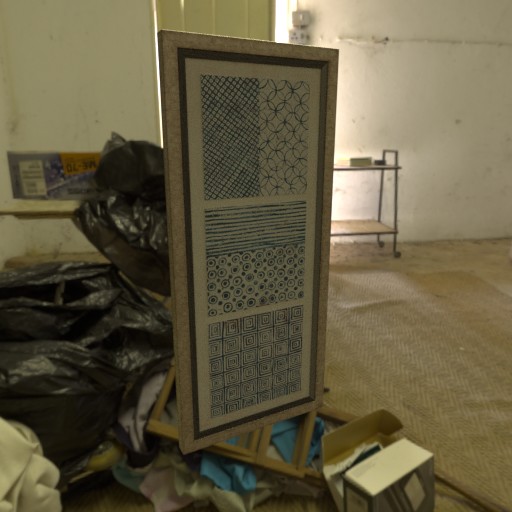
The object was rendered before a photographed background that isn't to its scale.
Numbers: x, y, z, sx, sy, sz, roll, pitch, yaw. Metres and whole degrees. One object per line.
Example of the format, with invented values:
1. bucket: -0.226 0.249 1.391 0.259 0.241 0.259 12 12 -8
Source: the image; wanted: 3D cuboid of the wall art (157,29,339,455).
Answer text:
1. wall art: 0.000 0.000 1.648 0.648 1.461 0.051 -8 17 -27
